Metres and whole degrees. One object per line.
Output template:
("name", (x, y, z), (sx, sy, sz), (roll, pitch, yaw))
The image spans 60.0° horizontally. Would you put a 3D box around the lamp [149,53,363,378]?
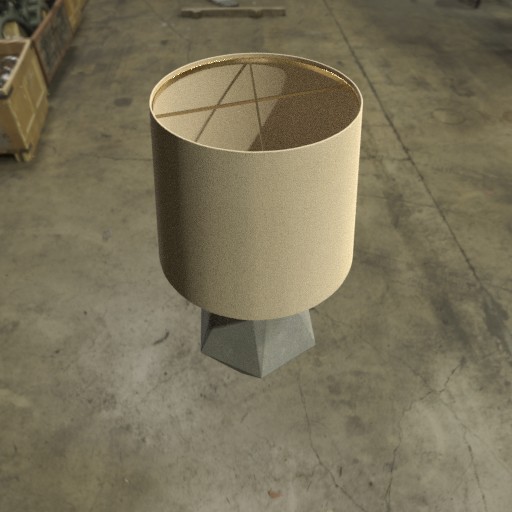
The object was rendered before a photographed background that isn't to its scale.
("lamp", (0.000, 0.000, 0.659), (0.276, 0.501, 0.276), (0, 46, 0))
